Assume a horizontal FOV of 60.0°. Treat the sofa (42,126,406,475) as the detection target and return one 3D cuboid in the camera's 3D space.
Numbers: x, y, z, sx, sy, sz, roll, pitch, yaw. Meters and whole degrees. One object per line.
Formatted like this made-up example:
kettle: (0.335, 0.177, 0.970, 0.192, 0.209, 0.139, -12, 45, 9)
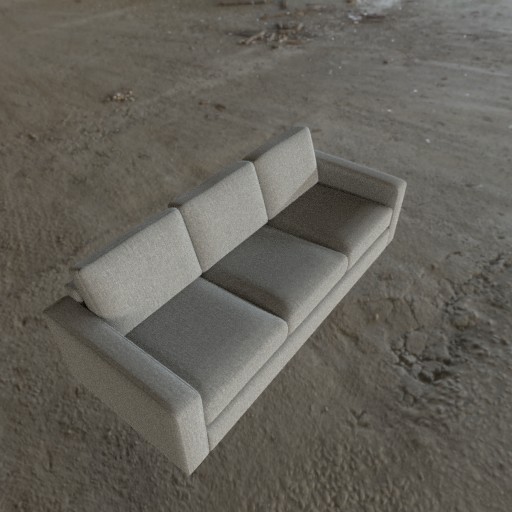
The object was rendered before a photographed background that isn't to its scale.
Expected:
sofa: (0.000, 0.000, 2.565, 0.900, 0.800, 2.120, 27, 47, 27)
